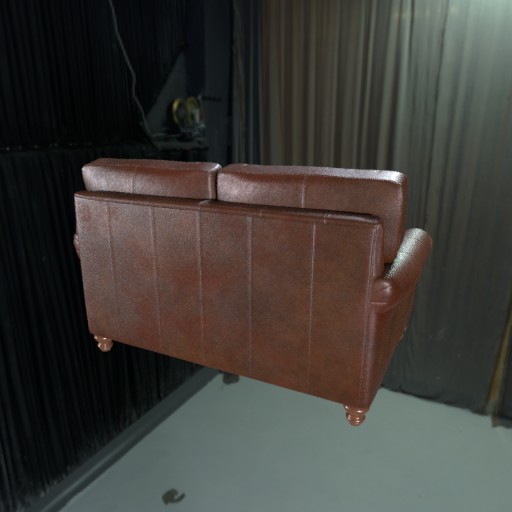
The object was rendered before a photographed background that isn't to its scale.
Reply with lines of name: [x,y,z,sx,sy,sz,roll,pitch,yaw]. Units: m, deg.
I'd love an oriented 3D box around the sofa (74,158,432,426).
sofa: [0.000,0.000,2.260,1.616,0.976,0.990,8,18,26]
